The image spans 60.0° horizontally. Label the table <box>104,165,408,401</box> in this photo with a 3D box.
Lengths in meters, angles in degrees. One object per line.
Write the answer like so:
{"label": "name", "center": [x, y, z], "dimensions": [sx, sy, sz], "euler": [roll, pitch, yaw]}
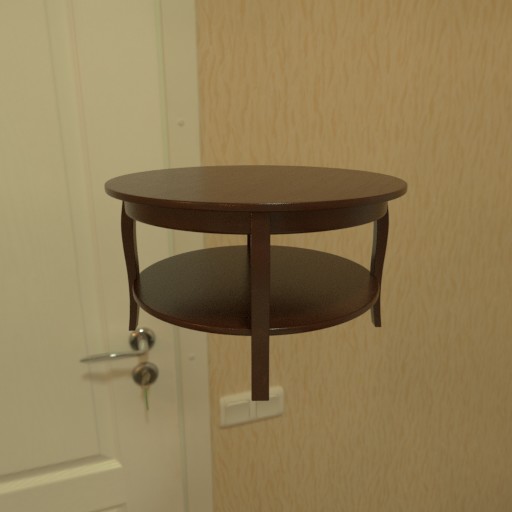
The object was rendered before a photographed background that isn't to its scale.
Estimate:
{"label": "table", "center": [0.000, 0.000, 1.473], "dimensions": [0.911, 0.512, 0.911], "euler": [0, 17, 0]}
